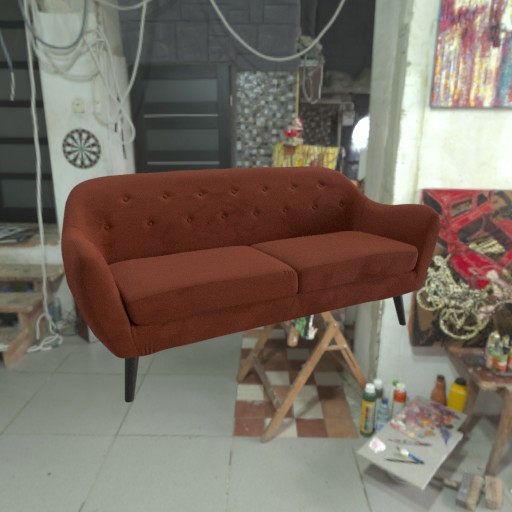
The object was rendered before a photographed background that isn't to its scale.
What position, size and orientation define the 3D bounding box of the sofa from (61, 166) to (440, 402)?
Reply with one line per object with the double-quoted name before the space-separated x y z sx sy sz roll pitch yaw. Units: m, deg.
"sofa" 0.000 0.000 2.296 1.840 0.836 0.820 -8 18 -27
